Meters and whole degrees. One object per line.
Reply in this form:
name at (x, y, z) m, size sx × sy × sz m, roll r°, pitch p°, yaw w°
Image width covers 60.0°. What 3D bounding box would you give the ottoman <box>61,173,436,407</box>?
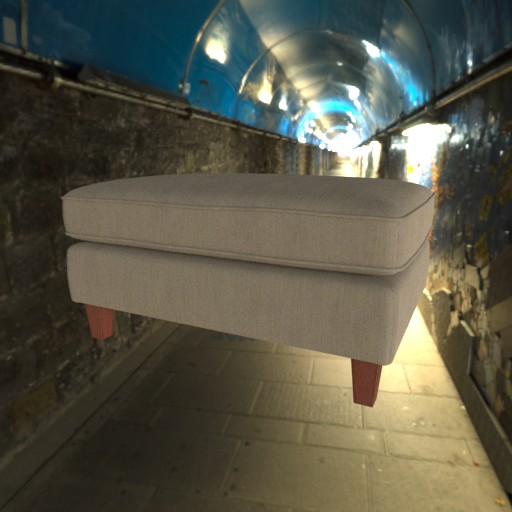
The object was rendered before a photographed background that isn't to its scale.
ottoman at (0.000, 0.000, 1.326) m, size 0.941 × 0.480 × 0.636 m, roll 7°, pitch 15°, yaw 26°
